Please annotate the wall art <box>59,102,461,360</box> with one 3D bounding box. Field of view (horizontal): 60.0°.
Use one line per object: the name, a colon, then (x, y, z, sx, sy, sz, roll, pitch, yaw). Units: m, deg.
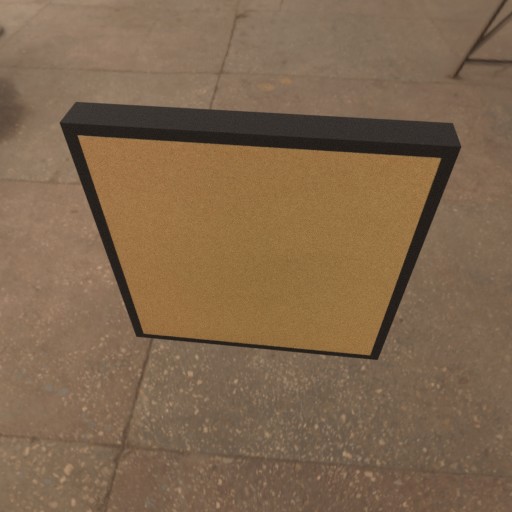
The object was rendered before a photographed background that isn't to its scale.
wall art: (0.000, 0.000, 0.456, 0.305, 0.304, 0.033, 5, 47, 4)
